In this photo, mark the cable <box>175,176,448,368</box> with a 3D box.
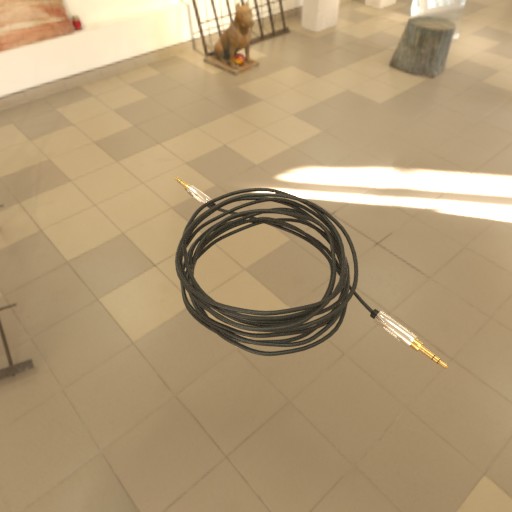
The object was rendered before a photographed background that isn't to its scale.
[{"bbox_3d":[0.000,0.000,0.495,0.198,0.069,0.432,-33,54,-28],"label":"cable"}]
